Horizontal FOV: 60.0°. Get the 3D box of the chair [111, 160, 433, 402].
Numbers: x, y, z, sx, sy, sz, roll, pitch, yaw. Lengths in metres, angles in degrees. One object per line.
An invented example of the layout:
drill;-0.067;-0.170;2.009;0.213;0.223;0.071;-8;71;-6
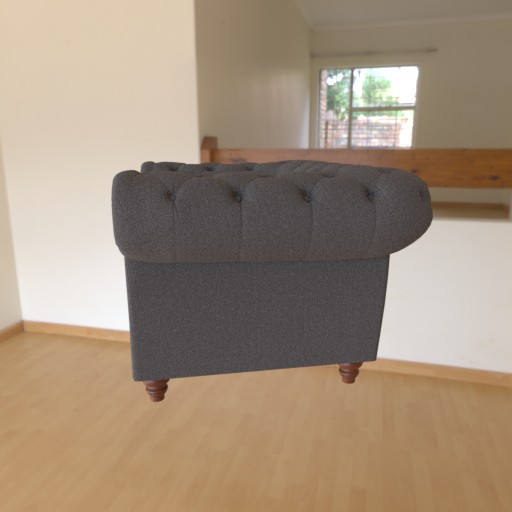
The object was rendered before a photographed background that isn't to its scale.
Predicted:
chair;0.000;0.000;1.870;0.976;0.770;1.270;-2;14;-10
